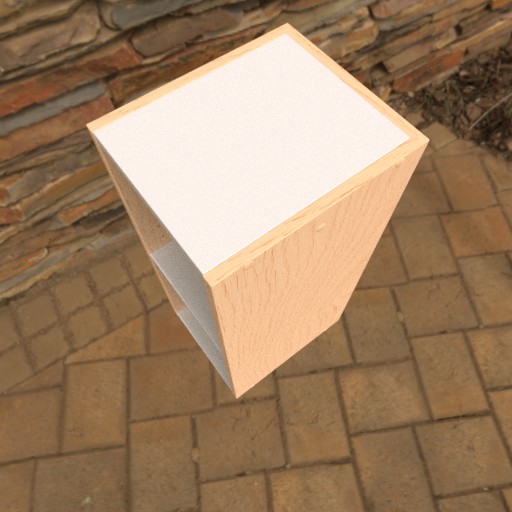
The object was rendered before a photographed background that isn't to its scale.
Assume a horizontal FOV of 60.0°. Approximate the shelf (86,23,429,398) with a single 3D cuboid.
[{"bbox_3d":[0.000,0.000,0.757,0.290,0.600,0.250,-34,68,-16],"label":"shelf"}]
